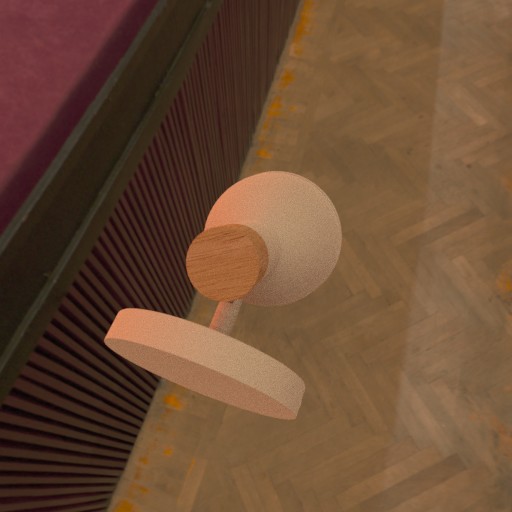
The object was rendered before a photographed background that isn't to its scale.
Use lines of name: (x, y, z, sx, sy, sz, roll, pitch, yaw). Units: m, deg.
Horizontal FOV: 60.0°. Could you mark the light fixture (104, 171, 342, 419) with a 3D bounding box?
light fixture: (0.000, 0.000, 0.338, 0.127, 0.199, 0.209, 18, 65, 9)
